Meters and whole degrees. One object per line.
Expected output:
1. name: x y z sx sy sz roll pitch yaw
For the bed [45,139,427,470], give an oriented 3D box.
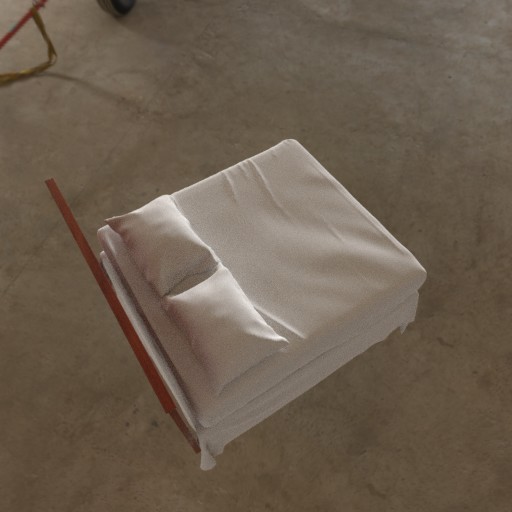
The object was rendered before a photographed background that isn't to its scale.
1. bed: 0.000 0.000 3.182 2.050 1.270 1.870 -29 62 -17
